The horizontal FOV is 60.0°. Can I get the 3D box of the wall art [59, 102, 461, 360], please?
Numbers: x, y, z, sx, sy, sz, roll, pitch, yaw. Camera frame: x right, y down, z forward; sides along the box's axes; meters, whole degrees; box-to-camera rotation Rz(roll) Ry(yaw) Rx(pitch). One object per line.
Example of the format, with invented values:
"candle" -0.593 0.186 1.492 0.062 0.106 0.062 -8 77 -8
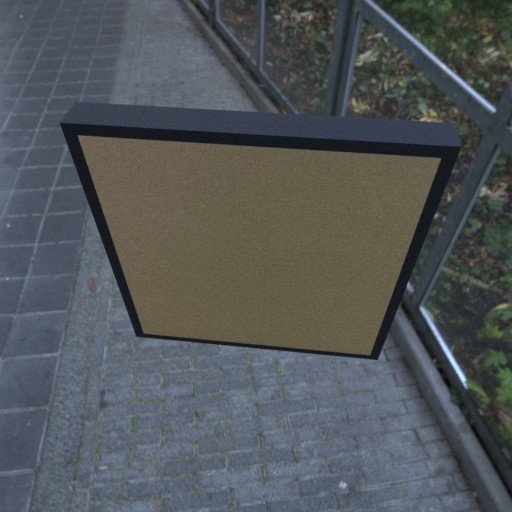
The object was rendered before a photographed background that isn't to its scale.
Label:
"wall art" 0.000 0.000 0.456 0.305 0.304 0.033 5 47 4
